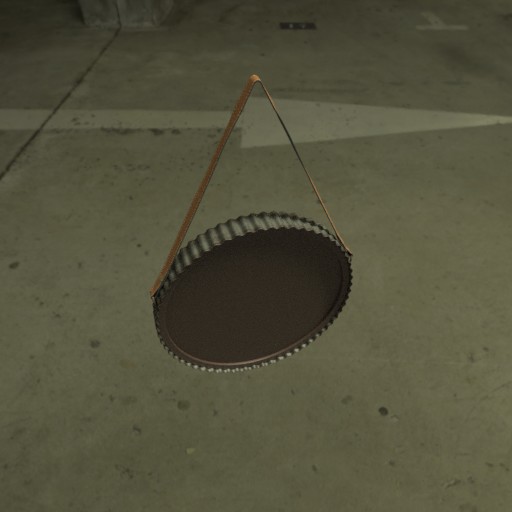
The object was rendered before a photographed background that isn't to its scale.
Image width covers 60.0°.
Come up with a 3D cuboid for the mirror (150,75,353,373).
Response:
[{"bbox_3d":[0.000,0.000,0.714,0.355,0.568,0.042,-12,43,-13],"label":"mirror"}]
